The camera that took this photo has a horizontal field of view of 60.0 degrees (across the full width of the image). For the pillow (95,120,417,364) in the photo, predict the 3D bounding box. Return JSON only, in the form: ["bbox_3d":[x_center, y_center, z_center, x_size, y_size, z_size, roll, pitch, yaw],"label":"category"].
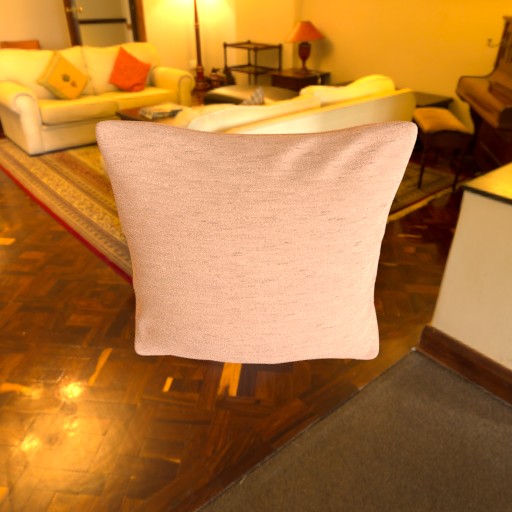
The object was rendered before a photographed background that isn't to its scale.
[{"bbox_3d":[0.000,0.000,0.690,0.432,0.415,0.246,1,30,1],"label":"pillow"}]
